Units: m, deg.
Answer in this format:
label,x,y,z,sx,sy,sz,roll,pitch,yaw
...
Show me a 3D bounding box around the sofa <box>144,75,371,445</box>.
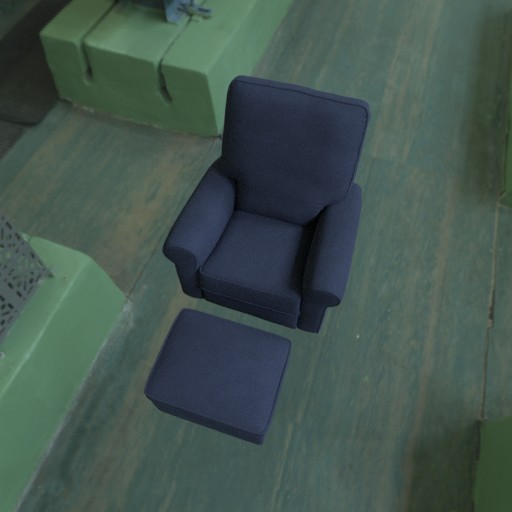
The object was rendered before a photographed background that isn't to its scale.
label,x,y,z,sx,sy,sz,roll,pitch,yaw
sofa,0.000,0.000,2.093,0.880,0.959,1.478,15,60,9
